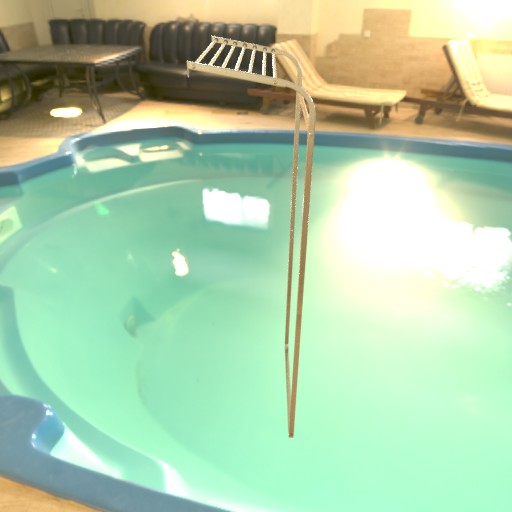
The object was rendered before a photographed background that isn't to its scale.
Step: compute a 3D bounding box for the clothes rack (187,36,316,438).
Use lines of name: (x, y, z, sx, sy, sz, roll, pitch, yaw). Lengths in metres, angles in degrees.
clothes rack: (0.000, 0.000, 1.828, 0.349, 1.574, 0.609, 1, 32, 1)
